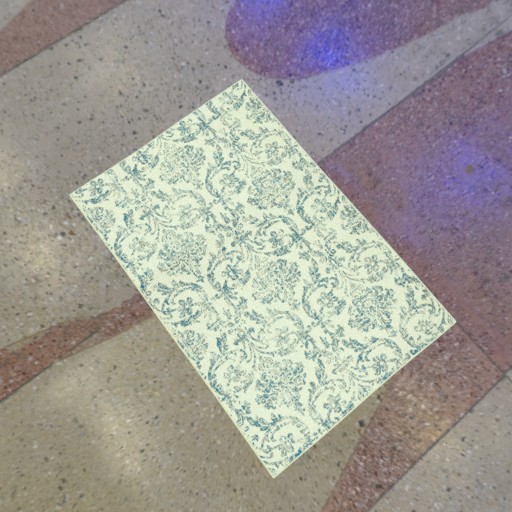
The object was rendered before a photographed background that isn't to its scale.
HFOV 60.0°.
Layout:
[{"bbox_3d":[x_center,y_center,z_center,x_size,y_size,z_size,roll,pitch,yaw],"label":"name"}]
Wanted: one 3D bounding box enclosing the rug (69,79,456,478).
[{"bbox_3d":[0.000,0.000,3.569,1.819,0.018,2.746,-37,79,-9],"label":"rug"}]
